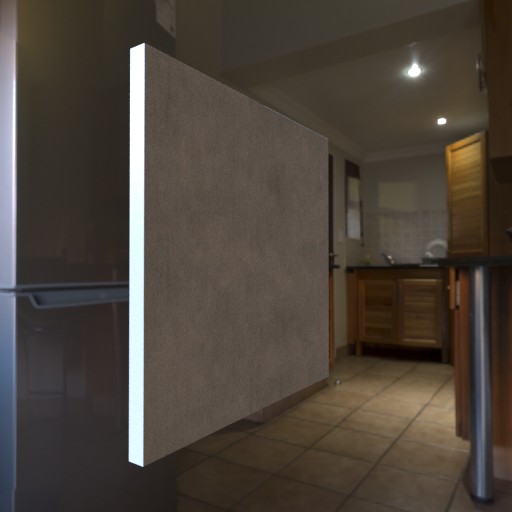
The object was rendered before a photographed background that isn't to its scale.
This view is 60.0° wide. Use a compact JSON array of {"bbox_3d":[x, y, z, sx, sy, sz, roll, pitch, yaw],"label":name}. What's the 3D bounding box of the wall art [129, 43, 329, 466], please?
[{"bbox_3d":[0.000,0.000,0.667,0.023,0.453,0.455,-1,-1,35],"label":"wall art"}]
